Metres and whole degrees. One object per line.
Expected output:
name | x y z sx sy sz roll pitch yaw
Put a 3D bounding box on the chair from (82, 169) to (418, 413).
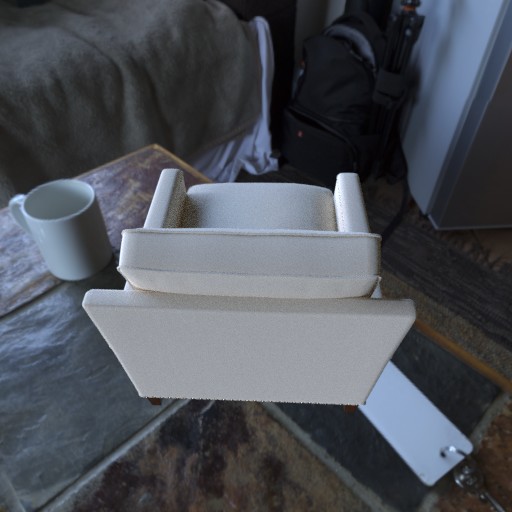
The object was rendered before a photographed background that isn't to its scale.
chair | 0.000 0.000 1.687 0.853 0.943 1.014 2 46 2
